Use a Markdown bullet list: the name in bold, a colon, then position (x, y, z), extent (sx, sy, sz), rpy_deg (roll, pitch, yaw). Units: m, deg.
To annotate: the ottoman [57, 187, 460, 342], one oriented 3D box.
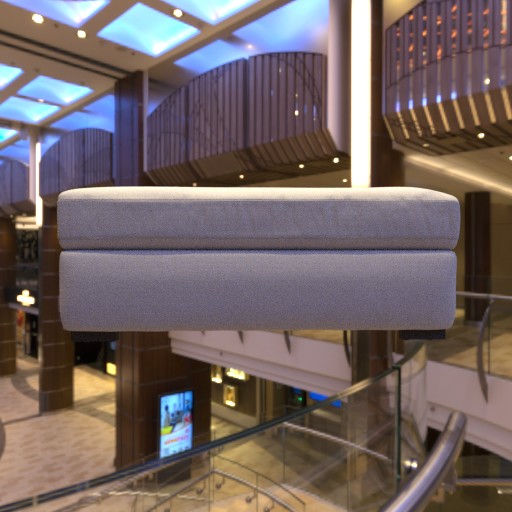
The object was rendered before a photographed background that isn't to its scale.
- **ottoman**: position (0.000, 0.000, 1.794), extent (1.163, 0.482, 1.167), rpy_deg (0, 0, -2)
